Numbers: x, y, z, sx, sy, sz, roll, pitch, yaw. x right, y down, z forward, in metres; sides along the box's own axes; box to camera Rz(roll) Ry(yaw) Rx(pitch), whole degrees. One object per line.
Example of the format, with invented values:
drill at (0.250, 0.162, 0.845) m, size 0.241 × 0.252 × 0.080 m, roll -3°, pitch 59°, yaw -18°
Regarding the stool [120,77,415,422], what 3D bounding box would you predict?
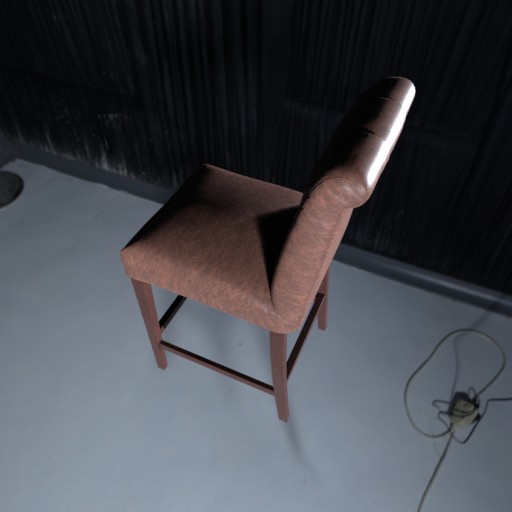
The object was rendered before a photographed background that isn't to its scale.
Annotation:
stool at (0.000, 0.000, 1.391) m, size 0.660 × 1.084 × 0.486 m, roll 18°, pitch 49°, yaw 17°
